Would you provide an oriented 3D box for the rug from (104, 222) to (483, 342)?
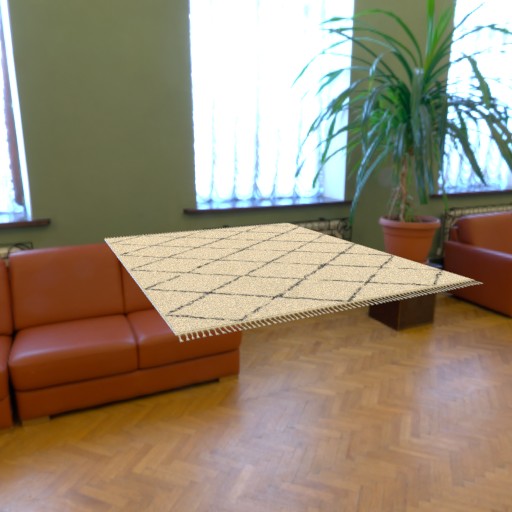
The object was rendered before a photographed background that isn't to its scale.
[{"bbox_3d":[0.000,0.000,4.206,2.380,0.013,3.051,-7,15,-25],"label":"rug"}]
